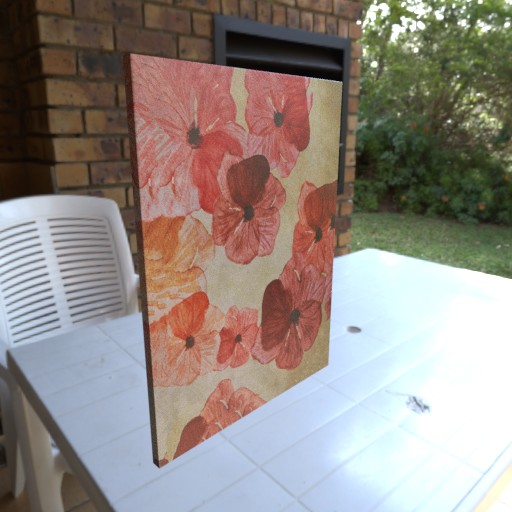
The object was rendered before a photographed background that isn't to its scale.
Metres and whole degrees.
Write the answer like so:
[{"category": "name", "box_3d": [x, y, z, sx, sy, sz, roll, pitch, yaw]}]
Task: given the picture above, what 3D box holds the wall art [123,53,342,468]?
[{"category": "wall art", "box_3d": [0.000, 0.000, 1.310, 0.031, 1.015, 0.762, 15, 21, 43]}]
